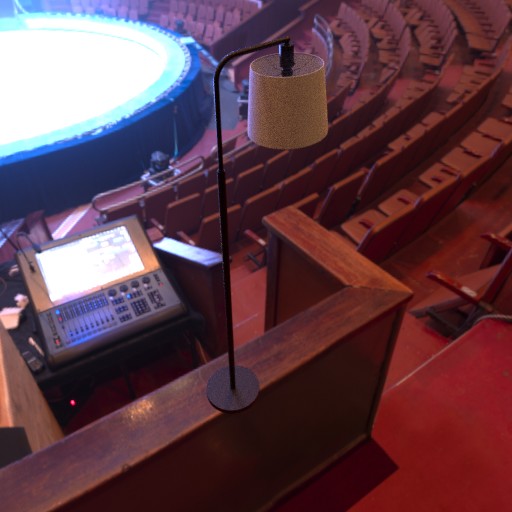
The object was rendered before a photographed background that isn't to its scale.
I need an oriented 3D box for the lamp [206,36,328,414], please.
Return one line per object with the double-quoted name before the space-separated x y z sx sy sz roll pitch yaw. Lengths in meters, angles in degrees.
"lamp" 0.000 0.000 1.655 0.508 1.478 0.254 -24 45 -27
